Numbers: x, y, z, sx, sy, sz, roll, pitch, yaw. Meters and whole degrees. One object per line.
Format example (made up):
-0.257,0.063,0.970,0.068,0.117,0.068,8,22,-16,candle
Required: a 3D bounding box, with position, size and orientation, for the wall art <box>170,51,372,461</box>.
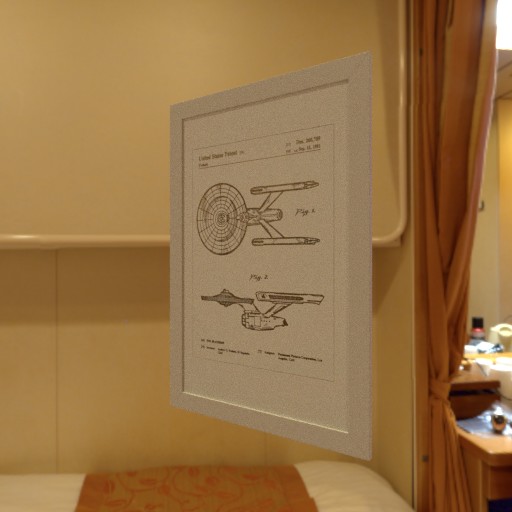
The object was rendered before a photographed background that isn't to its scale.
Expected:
0.000,0.000,0.847,0.454,0.659,0.011,0,0,35,wall art
